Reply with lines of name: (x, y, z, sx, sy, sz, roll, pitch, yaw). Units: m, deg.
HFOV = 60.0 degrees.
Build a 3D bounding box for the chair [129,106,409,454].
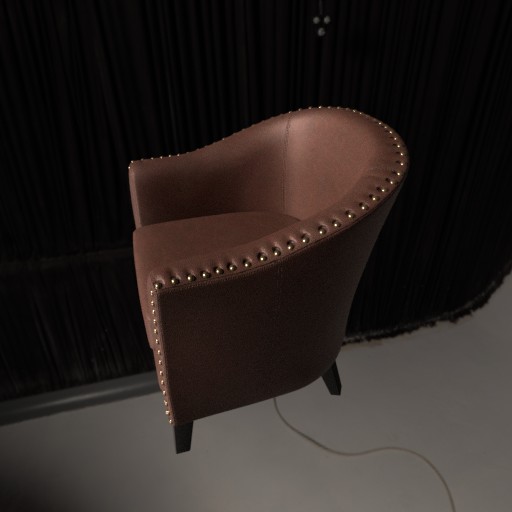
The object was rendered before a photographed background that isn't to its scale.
chair: (0.000, 0.000, 1.416, 0.748, 0.823, 0.794, -9, 33, -14)
